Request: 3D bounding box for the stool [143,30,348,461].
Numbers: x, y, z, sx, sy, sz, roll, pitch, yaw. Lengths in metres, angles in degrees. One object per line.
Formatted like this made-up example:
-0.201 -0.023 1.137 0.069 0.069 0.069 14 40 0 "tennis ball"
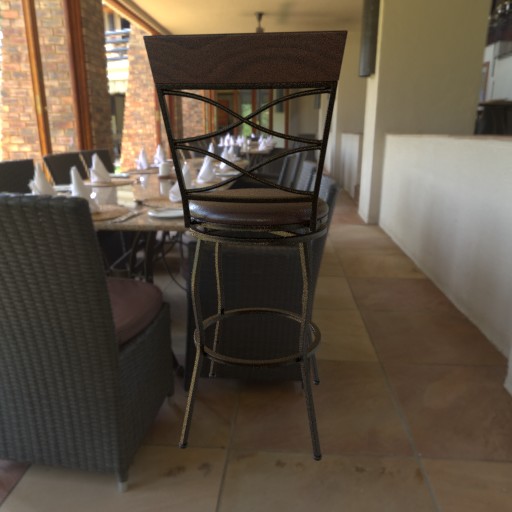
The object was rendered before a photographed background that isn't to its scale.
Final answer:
0.000 0.000 1.332 0.448 1.130 0.513 2 16 7 "stool"
